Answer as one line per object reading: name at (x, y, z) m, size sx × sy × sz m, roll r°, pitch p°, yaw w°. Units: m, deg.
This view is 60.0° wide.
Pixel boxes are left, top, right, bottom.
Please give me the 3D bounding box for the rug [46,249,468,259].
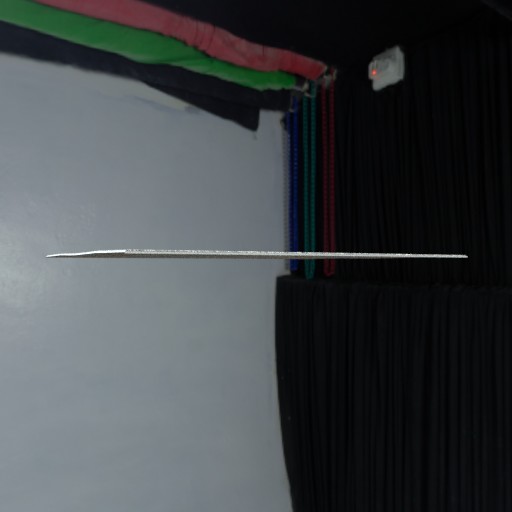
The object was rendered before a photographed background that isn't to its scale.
rug at (0.000, 0.000, 3.714) m, size 2.901 × 0.026 × 2.043 m, roll 1°, pitch -1°, yaw -35°
